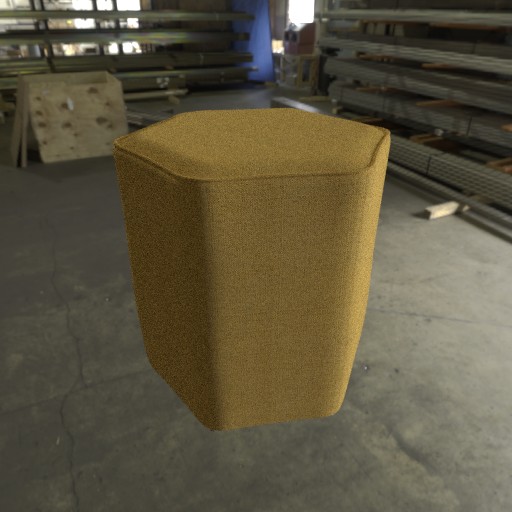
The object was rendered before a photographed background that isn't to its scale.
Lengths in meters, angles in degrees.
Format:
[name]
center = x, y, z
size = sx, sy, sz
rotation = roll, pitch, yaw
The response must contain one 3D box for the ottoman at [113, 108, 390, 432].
[ottoman]
center = 0.000, 0.000, 0.888
size = 0.443, 0.502, 0.494
rotation = -22, 36, -34
